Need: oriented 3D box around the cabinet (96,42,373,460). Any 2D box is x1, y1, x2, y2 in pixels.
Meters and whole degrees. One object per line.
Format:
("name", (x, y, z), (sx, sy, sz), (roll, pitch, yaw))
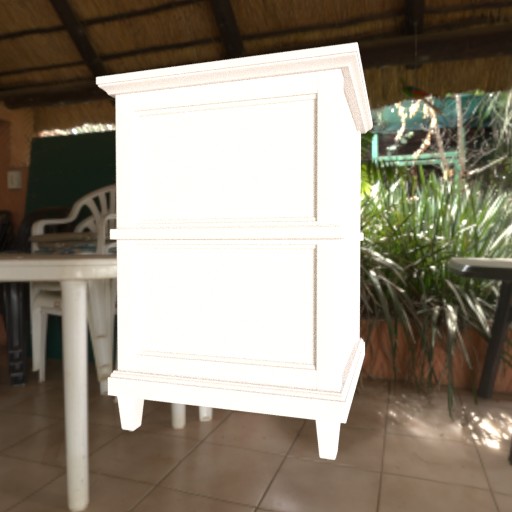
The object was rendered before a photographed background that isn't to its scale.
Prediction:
("cabinet", (0.000, 0.000, 1.134), (0.547, 0.775, 0.544), (0, 2, 17))
